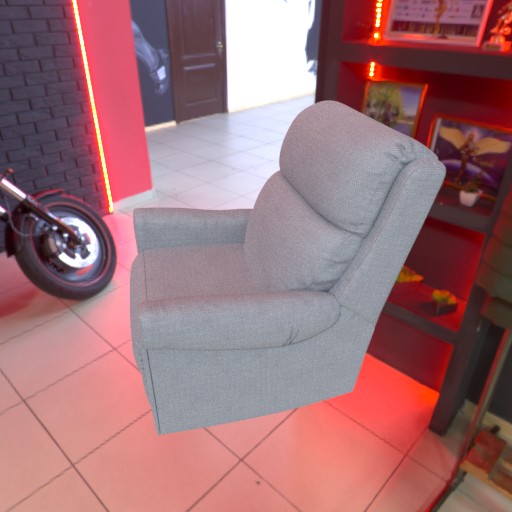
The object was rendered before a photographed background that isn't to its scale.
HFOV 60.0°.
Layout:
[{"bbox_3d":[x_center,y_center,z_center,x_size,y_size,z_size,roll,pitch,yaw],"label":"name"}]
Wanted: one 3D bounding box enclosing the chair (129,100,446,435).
[{"bbox_3d":[0.000,0.000,1.747,1.014,1.054,0.838,-7,31,-12],"label":"chair"}]
